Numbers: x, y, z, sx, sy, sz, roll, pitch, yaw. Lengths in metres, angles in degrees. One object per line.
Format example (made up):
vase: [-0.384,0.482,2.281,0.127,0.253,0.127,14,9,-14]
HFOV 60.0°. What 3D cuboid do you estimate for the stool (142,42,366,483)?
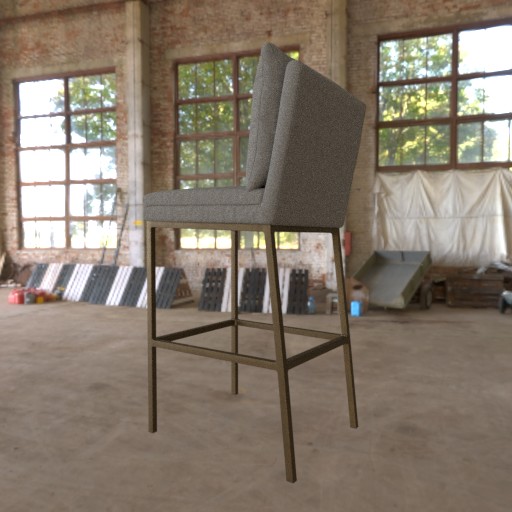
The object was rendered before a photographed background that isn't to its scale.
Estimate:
stool: [0.000,0.000,1.429,0.569,1.132,0.463,2,3,36]
